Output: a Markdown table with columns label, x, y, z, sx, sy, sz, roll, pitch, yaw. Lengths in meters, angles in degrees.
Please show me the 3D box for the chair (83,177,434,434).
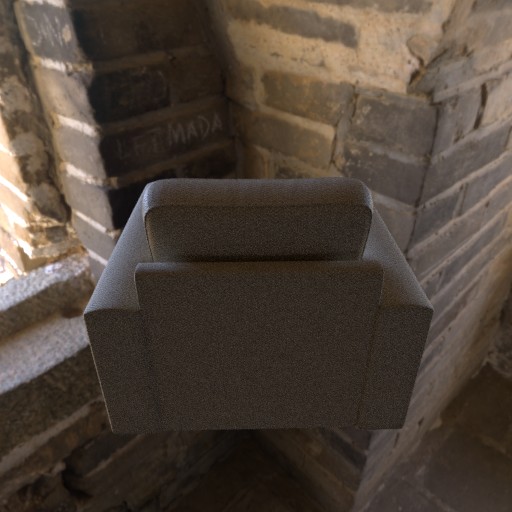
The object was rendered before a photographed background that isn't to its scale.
| label | x | y | z | sx | sy | sz | roll | pitch | yaw |
| --- | --- | --- | --- | --- | --- | --- | --- | --- | --- |
| chair | 0.000 | 0.000 | 1.739 | 1.005 | 0.873 | 1.016 | -1 | 31 | -1 |
